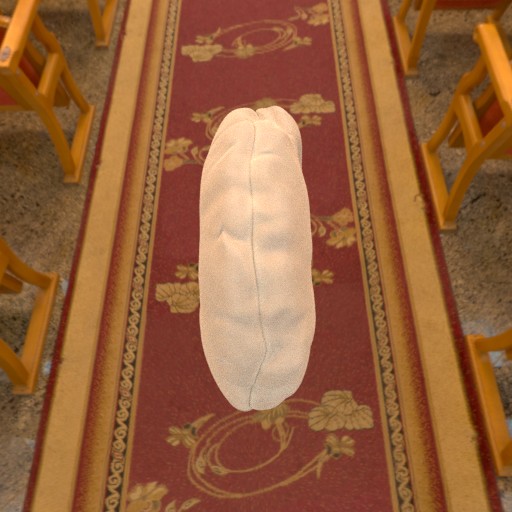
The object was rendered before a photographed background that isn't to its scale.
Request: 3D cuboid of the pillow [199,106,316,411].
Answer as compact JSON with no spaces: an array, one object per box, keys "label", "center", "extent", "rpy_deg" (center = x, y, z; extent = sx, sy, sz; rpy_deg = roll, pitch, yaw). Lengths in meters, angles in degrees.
[{"label":"pillow","center":[0.000,0.000,0.649],"extent":[0.148,0.407,0.428],"rpy_deg":[0,64,0]}]
